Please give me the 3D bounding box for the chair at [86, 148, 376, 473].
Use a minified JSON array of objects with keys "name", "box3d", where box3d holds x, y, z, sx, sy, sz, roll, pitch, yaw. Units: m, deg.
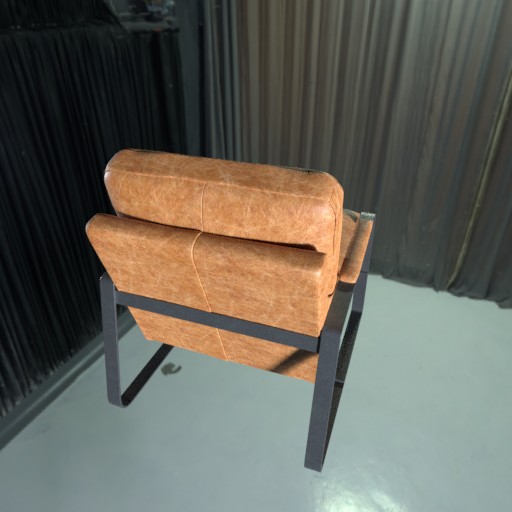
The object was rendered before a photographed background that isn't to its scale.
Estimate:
[{"name":"chair","box3d":[0.000,0.000,1.373,0.651,0.777,0.801,11,33,17]}]
